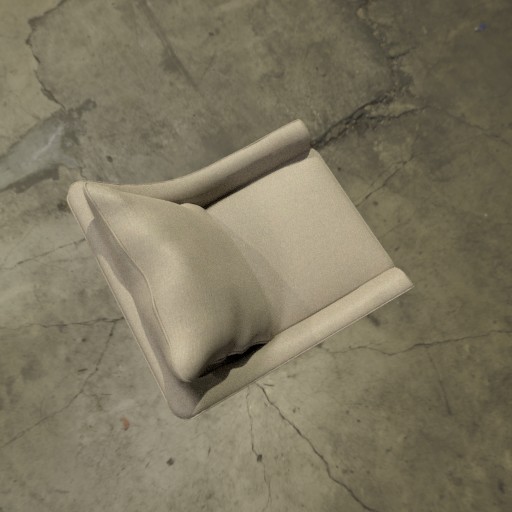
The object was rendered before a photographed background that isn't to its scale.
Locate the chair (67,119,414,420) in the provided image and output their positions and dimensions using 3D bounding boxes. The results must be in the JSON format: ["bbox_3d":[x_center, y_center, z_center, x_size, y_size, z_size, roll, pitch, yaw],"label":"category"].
[{"bbox_3d":[0.000,0.000,1.589,0.876,0.942,0.760,-29,76,-8],"label":"chair"}]
